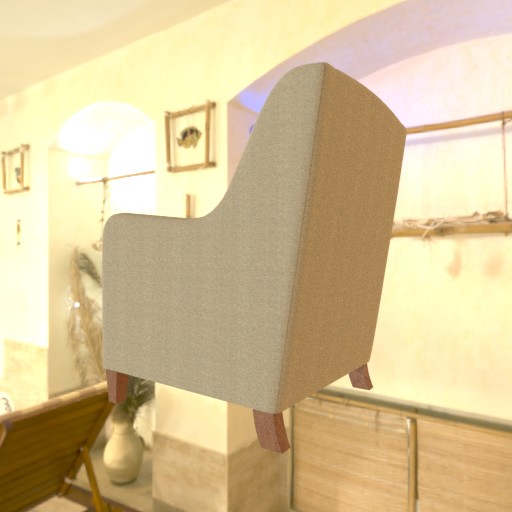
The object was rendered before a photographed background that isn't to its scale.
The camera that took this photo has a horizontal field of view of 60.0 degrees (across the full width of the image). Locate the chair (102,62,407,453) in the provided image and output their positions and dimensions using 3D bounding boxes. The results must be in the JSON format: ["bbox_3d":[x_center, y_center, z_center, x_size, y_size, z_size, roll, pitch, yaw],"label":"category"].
[{"bbox_3d":[0.000,0.000,1.602,0.890,1.017,0.715,0,0,34],"label":"chair"}]
